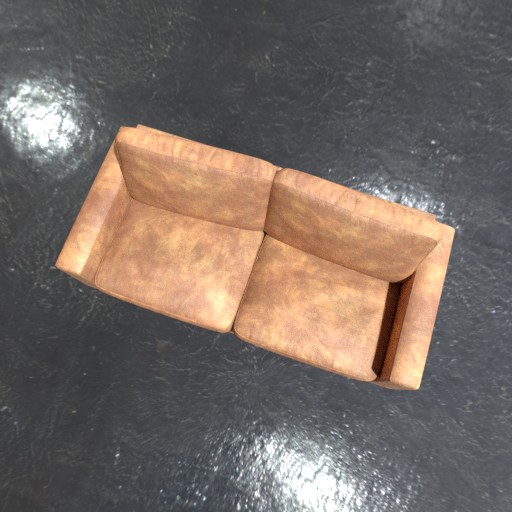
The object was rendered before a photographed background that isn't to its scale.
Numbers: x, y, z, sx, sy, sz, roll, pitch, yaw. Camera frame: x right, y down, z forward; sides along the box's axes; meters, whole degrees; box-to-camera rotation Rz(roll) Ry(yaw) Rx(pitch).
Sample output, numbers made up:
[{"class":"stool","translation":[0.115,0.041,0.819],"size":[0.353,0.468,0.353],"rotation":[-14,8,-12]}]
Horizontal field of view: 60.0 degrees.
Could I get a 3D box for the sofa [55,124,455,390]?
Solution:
[{"class":"sofa","translation":[0.000,0.000,2.721],"size":[2.179,0.873,1.016],"rotation":[18,75,5]}]
